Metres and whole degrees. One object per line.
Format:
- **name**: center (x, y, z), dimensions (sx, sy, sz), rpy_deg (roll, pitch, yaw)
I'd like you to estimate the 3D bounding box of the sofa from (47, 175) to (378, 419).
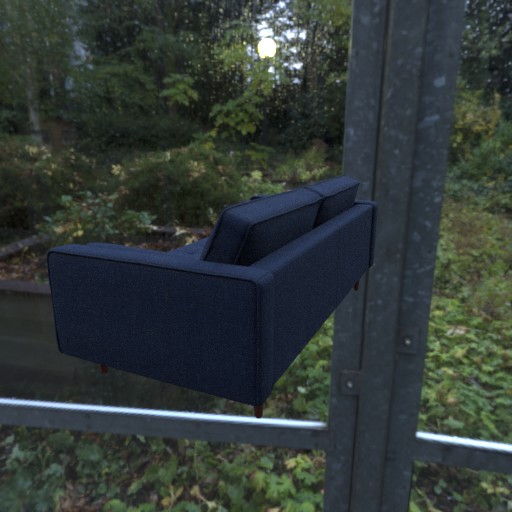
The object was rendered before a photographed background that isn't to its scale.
- **sofa**: center (0.000, 0.000, 2.343), dimensions (0.914, 0.762, 1.880), rpy_deg (7, 16, 24)
